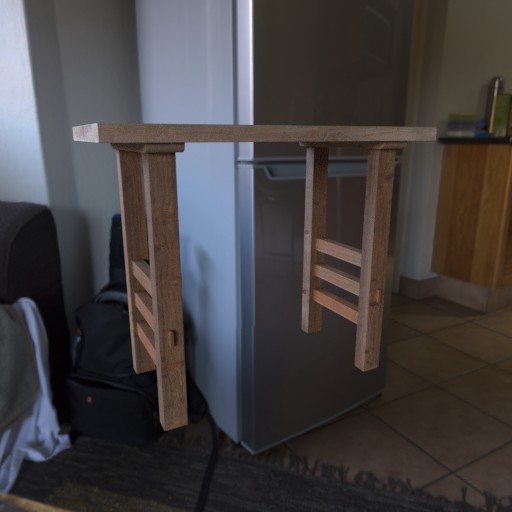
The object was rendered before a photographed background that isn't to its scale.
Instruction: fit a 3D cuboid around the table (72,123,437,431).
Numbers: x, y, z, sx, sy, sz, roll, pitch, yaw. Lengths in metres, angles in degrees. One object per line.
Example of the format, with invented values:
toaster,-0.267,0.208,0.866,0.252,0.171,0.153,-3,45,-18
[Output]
table,0.000,0.000,1.637,1.119,0.914,0.556,-8,17,-26
